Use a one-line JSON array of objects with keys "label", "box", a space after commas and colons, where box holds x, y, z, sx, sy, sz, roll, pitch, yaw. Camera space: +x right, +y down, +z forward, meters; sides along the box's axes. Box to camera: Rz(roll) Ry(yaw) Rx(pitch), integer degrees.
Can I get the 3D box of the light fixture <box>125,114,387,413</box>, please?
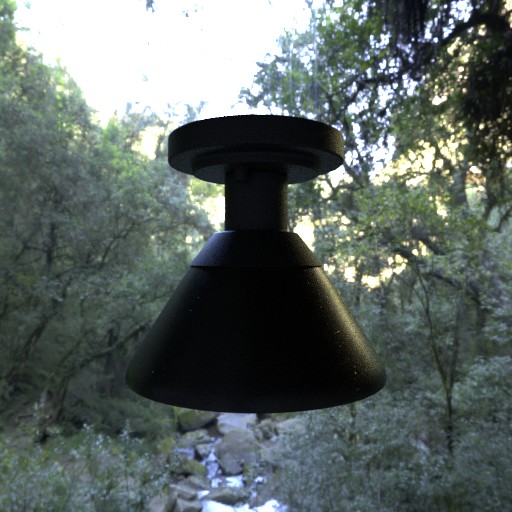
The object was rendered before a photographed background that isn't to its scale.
[{"label": "light fixture", "box": [0.000, 0.000, 0.355, 0.200, 0.183, 0.200, 0, -1, 0]}]
